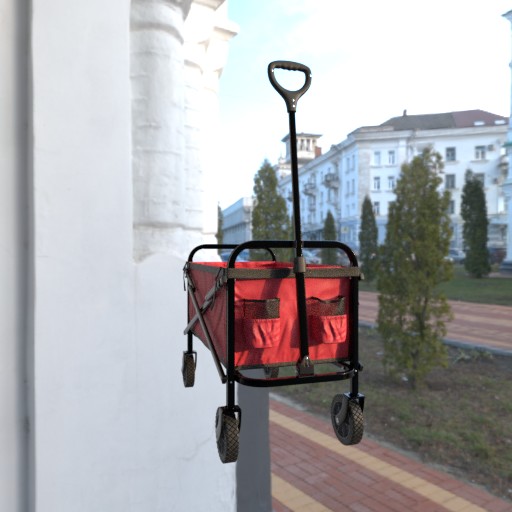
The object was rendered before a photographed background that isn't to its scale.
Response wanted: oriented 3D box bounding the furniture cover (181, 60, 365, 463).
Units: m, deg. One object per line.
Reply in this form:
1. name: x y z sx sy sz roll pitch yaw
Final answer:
1. furniture cover: 0.000 0.000 1.825 0.532 1.295 1.038 0 1 -17
